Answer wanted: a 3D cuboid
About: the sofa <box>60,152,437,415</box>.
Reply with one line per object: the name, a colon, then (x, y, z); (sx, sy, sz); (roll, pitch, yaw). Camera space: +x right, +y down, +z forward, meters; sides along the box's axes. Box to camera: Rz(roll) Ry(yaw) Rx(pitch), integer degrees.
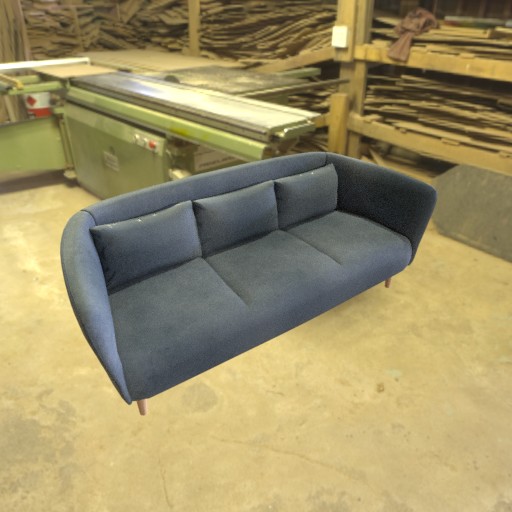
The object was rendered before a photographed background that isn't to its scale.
sofa: (0.000, 0.000, 2.478); (2.095, 0.795, 0.849); (-20, 35, -32)
